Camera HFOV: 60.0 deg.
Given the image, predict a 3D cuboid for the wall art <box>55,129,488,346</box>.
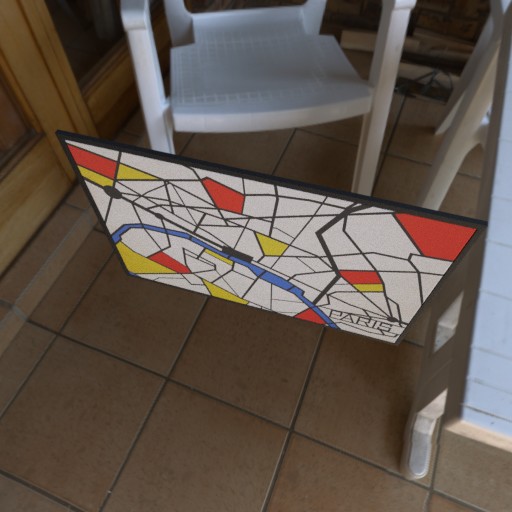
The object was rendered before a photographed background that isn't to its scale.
[{"bbox_3d":[0.000,0.000,1.237,0.963,0.665,0.013,14,59,8],"label":"wall art"}]
